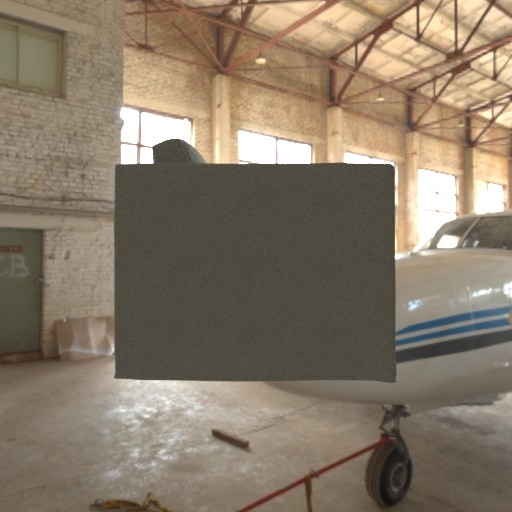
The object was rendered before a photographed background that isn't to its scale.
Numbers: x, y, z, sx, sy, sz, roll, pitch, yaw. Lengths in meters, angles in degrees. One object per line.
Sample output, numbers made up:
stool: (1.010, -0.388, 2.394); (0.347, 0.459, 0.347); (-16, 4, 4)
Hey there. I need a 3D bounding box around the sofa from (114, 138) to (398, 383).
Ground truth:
sofa: (0.000, 0.000, 2.278); (0.944, 0.830, 1.727); (0, -1, 0)
